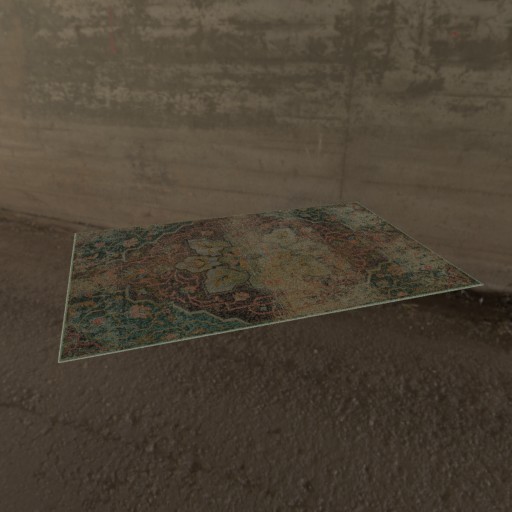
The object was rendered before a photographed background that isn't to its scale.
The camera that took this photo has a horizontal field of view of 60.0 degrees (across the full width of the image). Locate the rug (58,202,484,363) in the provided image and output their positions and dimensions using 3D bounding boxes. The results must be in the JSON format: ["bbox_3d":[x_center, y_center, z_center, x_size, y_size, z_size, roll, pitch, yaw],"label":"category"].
[{"bbox_3d":[0.000,0.000,2.950,2.363,0.004,1.566,-7,27,-15],"label":"rug"}]
